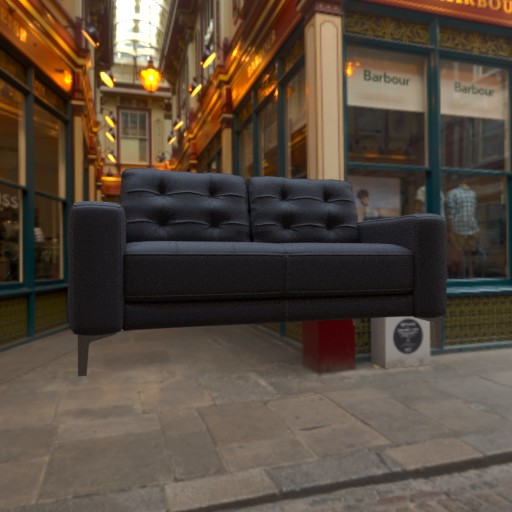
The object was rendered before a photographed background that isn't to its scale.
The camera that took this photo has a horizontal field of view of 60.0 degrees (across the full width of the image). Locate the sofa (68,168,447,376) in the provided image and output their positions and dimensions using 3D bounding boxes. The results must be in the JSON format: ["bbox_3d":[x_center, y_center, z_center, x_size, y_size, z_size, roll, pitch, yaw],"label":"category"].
[{"bbox_3d":[0.000,0.000,2.263,1.726,0.893,0.833,0,0,-18],"label":"sofa"}]
